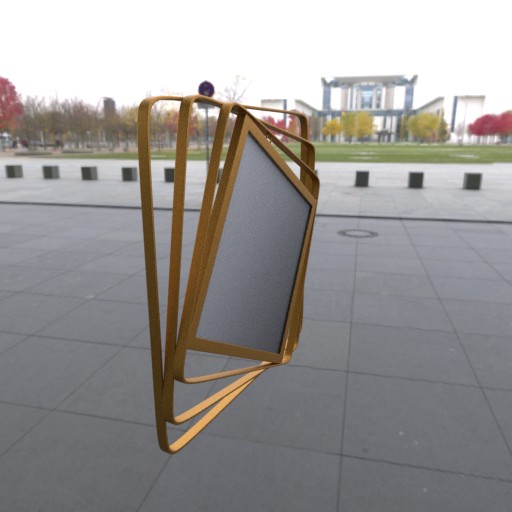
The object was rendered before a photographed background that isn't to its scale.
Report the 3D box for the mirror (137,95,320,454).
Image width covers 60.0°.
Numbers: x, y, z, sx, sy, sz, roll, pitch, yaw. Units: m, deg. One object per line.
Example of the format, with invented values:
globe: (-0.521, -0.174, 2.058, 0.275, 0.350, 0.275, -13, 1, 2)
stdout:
mirror: (0.000, 0.000, 0.719, 0.045, 0.468, 0.470, 8, 17, 27)
